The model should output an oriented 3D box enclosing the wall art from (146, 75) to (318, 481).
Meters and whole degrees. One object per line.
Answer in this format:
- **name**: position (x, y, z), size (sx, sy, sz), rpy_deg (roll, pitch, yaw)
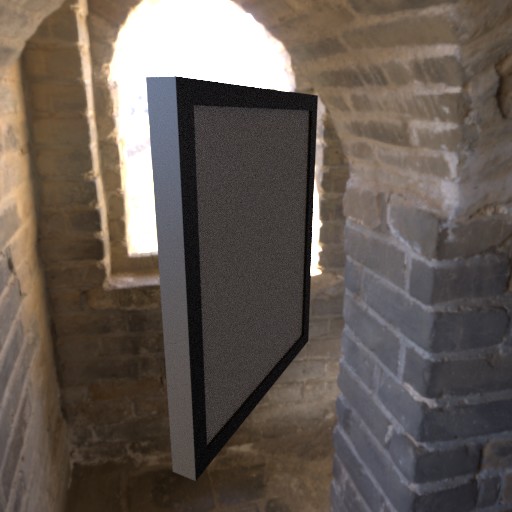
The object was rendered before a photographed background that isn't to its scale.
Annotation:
- **wall art**: position (0.000, 0.000, 0.539), size (0.029, 0.381, 0.330), rpy_deg (8, 19, 25)
